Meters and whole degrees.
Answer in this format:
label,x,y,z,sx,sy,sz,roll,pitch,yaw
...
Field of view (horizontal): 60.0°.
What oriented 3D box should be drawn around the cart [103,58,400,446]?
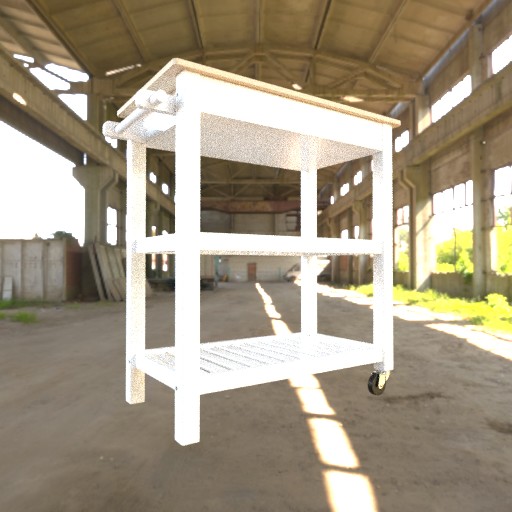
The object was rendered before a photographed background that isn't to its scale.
label,x,y,z,sx,sy,sz,roll,pitch,yaw
cart,0.000,0.000,1.446,0.899,0.927,0.457,1,-1,-34
